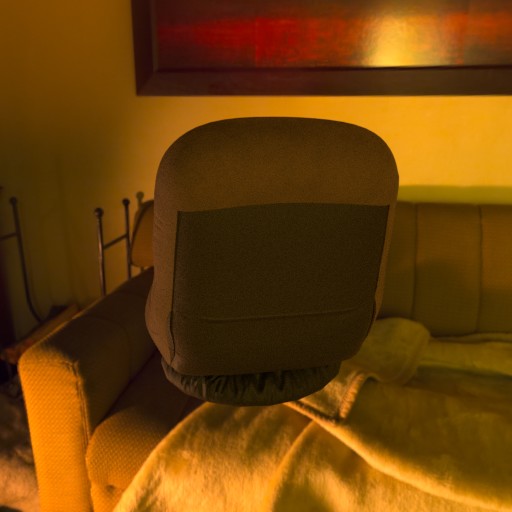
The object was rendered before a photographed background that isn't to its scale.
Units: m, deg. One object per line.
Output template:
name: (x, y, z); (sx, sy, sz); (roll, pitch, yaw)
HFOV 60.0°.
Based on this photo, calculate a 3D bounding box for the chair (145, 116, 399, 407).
chair: (0.000, 0.000, 1.031); (0.521, 0.594, 0.597); (-3, 14, -11)
